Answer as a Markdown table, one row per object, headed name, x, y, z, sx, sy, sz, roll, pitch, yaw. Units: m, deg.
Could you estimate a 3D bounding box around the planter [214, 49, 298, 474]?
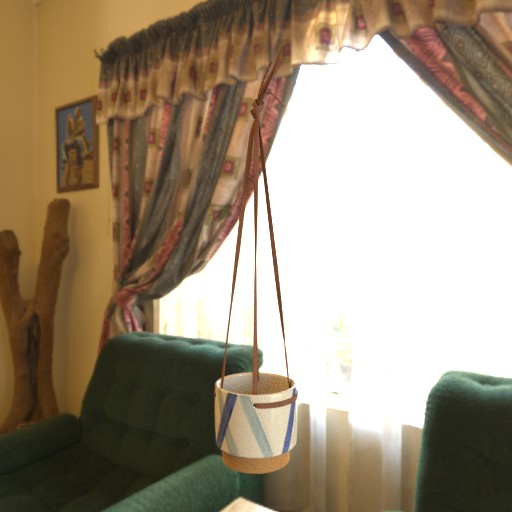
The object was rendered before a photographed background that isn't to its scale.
| name | x | y | z | sx | sy | sz | roll | pitch | yaw |
| --- | --- | --- | --- | --- | --- | --- | --- | --- | --- |
| planter | 0.000 | 0.000 | 0.828 | 0.157 | 0.753 | 0.153 | 0 | 0 | 18 |
